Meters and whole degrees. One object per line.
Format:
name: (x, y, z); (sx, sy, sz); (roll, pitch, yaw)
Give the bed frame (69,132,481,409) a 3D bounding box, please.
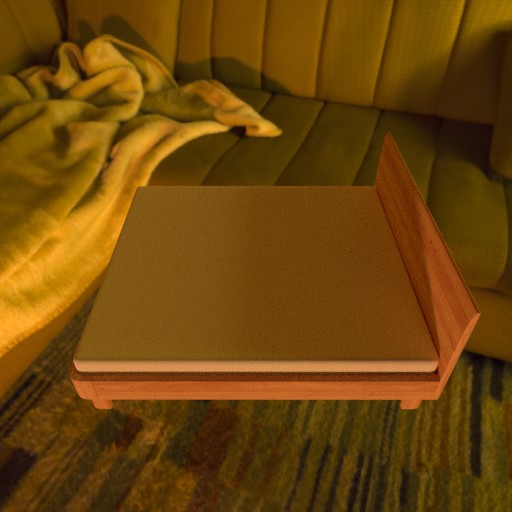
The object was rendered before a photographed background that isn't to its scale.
bed frame: (0.000, 0.000, 3.069); (2.092, 0.940, 1.872); (0, 41, 0)
